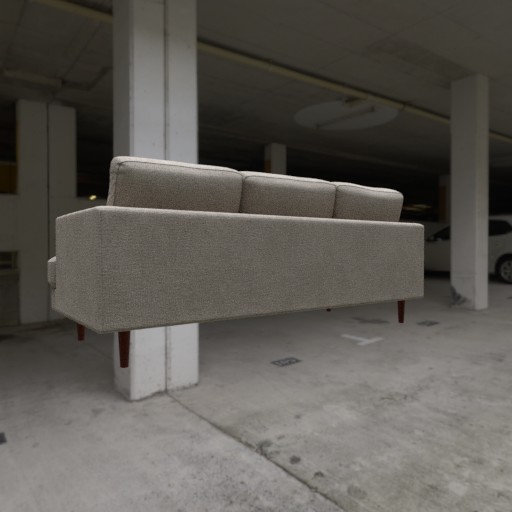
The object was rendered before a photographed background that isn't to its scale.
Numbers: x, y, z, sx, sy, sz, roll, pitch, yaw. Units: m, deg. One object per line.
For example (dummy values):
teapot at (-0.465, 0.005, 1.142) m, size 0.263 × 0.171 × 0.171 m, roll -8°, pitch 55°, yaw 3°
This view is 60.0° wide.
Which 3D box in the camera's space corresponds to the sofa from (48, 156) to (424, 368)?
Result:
sofa at (0.000, 0.000, 2.765) m, size 2.246 × 0.930 × 0.903 m, roll -1°, pitch 1°, yaw -36°
